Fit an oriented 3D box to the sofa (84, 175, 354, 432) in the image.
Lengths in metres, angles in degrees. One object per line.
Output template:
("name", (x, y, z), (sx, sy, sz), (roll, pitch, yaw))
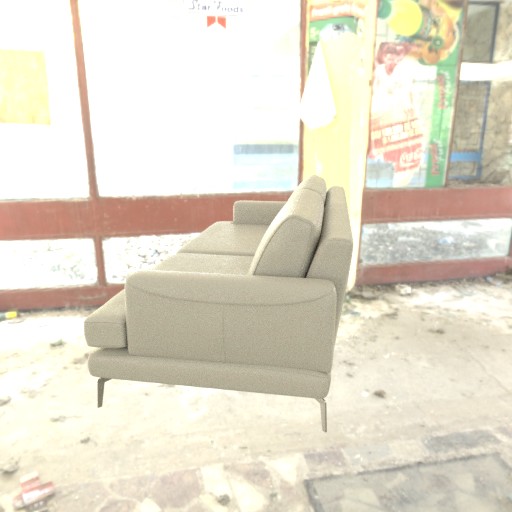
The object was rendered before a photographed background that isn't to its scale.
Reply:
("sofa", (0.000, 0.000, 2.446), (0.974, 0.765, 1.940), (3, 16, 9))
